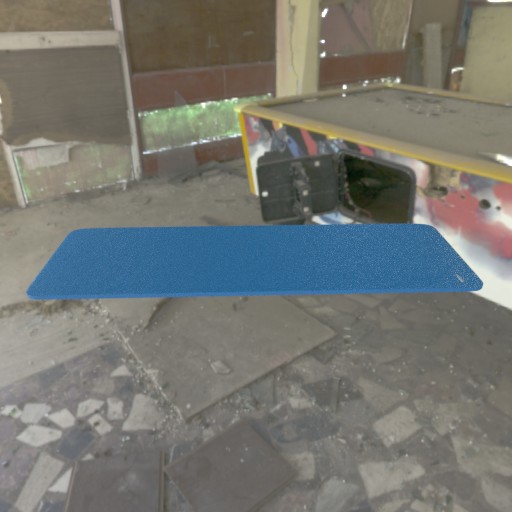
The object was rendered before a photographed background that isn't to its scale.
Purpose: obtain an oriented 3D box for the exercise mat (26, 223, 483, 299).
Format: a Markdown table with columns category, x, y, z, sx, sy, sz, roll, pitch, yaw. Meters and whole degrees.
| category | x | y | z | sx | sy | sz | roll | pitch | yaw |
| --- | --- | --- | --- | --- | --- | --- | --- | --- | --- |
| exercise mat | 0.000 | 0.000 | 2.030 | 1.869 | 0.021 | 0.616 | -1 | 29 | -2 |
